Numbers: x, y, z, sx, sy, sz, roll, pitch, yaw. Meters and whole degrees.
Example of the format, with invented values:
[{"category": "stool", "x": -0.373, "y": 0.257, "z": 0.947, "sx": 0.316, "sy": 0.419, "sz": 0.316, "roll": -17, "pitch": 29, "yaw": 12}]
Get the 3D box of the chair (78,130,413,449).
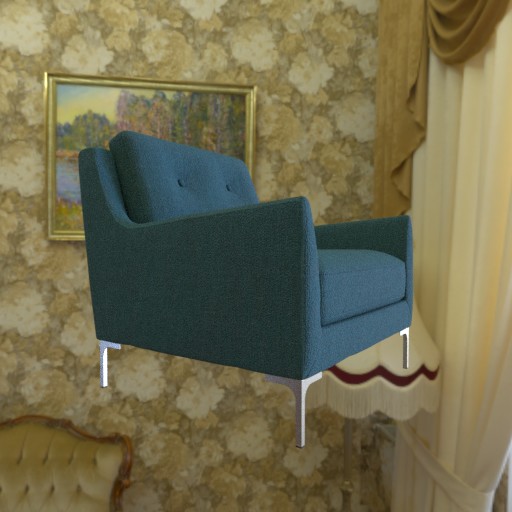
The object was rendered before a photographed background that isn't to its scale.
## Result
[{"category": "chair", "x": 0.000, "y": 0.000, "z": 1.531, "sx": 0.849, "sy": 0.828, "sz": 0.847, "roll": 1, "pitch": 2, "yaw": 35}]
